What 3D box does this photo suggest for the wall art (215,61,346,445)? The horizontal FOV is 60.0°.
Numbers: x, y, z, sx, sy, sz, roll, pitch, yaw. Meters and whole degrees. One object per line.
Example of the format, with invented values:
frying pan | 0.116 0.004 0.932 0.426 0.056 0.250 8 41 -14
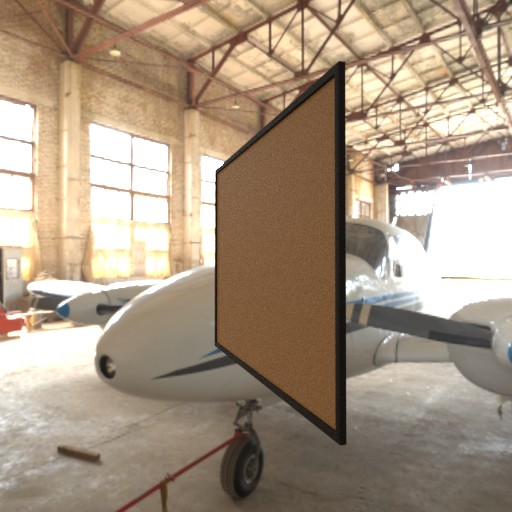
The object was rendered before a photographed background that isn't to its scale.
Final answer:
wall art | 0.000 0.000 1.225 0.013 0.665 0.963 0 -1 -18
